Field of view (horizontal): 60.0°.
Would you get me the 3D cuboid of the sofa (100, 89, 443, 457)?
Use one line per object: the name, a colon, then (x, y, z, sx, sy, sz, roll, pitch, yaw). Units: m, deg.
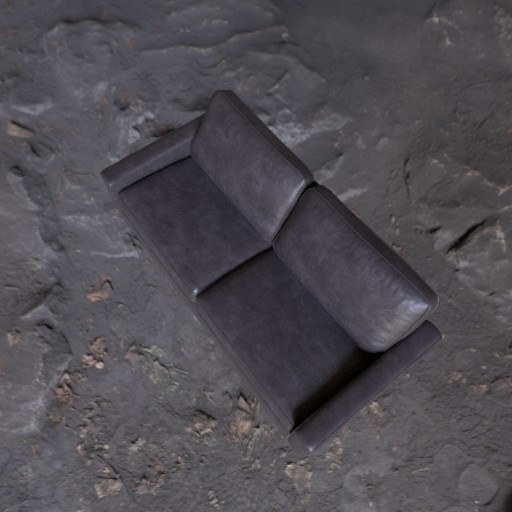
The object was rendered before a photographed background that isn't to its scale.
sofa: (0.000, 0.000, 2.663, 0.939, 0.916, 2.081, -35, 69, -16)
